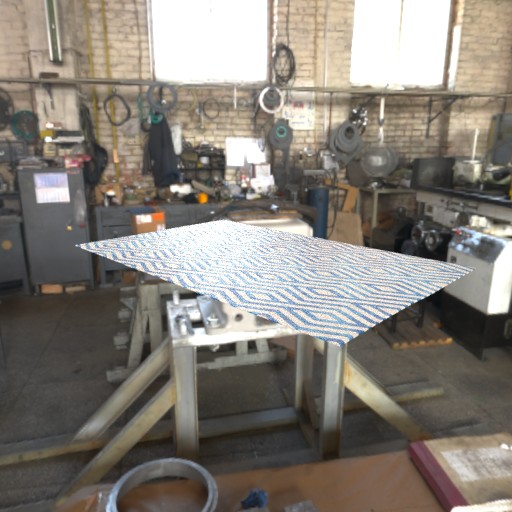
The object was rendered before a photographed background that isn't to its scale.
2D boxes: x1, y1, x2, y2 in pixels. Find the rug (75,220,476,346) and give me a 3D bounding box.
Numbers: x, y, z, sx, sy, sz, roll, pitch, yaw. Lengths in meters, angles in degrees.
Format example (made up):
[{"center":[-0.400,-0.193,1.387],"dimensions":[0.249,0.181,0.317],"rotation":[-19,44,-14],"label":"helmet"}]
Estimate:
[{"center":[0.000,0.000,3.135],"dimensions":[2.439,0.008,1.531],"rotation":[14,21,43],"label":"rug"}]
